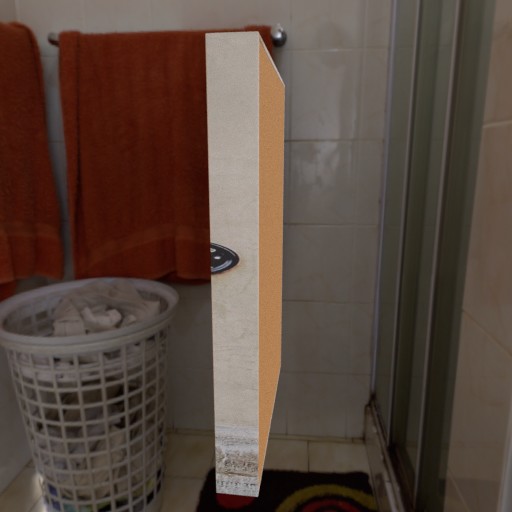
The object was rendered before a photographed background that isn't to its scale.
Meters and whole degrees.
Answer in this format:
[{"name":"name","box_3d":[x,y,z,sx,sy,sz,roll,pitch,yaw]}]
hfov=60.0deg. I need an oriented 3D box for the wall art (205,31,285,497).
[{"name":"wall art","box_3d":[0.000,0.000,0.476,0.038,0.381,0.254,2,13,8]}]
